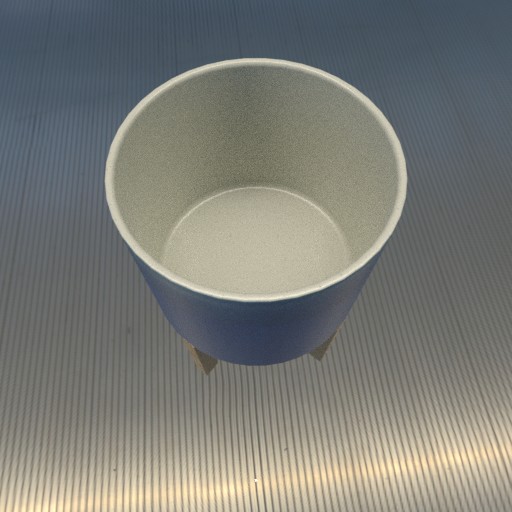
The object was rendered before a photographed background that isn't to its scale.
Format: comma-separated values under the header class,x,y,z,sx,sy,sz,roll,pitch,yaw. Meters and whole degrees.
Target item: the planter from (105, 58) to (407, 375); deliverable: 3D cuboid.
class,x,y,z,sx,sy,sz,roll,pitch,yaw
planter,0.000,0.000,0.549,0.261,0.367,0.261,0,63,0
